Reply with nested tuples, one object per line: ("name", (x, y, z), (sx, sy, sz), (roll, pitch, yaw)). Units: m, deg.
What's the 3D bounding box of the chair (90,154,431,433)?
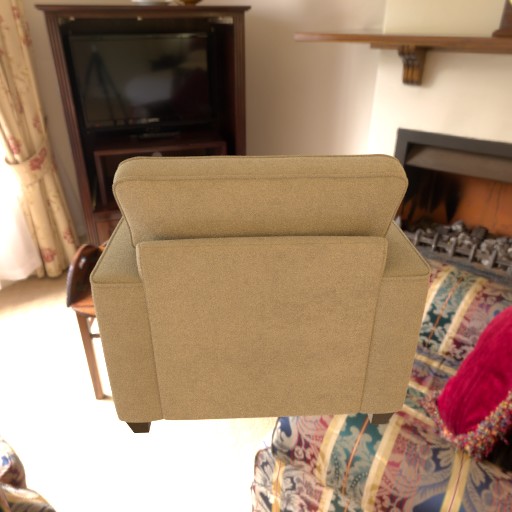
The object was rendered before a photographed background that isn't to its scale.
("chair", (0.000, 0.000, 1.744), (1.015, 0.965, 0.939), (-1, 28, -2))
